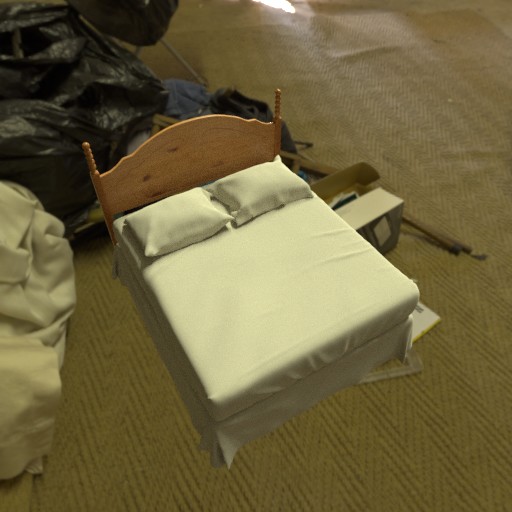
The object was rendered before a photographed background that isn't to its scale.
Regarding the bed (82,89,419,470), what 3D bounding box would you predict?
[{"bbox_3d":[0.000,0.000,3.269,1.873,1.356,2.040,-23,50,-21],"label":"bed"}]
